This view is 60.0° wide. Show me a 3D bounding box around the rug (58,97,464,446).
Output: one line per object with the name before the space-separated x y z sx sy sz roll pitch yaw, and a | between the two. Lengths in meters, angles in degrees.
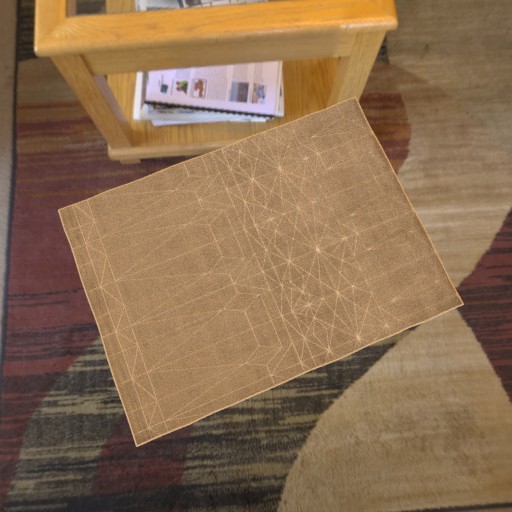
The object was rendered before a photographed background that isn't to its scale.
rug | 0.000 0.000 4.397 3.357 0.019 2.449 -22 78 -5
